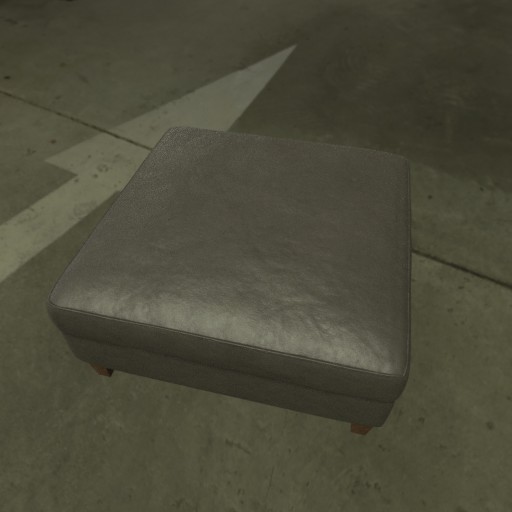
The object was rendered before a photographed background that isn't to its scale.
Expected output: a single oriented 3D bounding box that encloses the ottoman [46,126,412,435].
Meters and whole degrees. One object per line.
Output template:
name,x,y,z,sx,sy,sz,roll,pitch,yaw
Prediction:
ottoman,0.000,0.000,1.321,0.844,0.415,0.836,10,47,9
